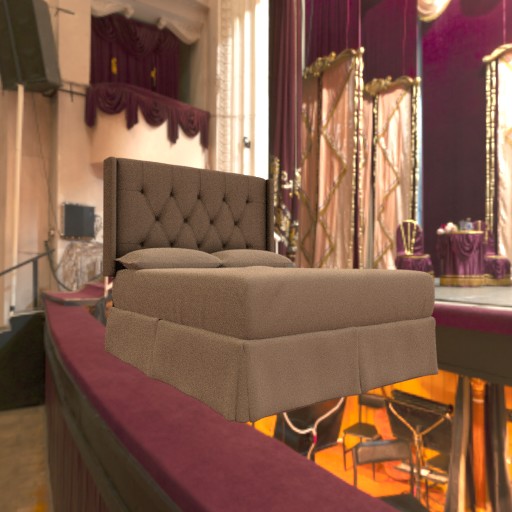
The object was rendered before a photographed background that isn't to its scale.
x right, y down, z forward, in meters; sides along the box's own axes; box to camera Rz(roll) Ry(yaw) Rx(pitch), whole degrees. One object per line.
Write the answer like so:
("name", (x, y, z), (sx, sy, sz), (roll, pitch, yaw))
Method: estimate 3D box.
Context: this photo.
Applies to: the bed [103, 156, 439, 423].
("bed", (0.000, 0.000, 3.368), (1.719, 1.665, 2.066), (1, -1, -36))
